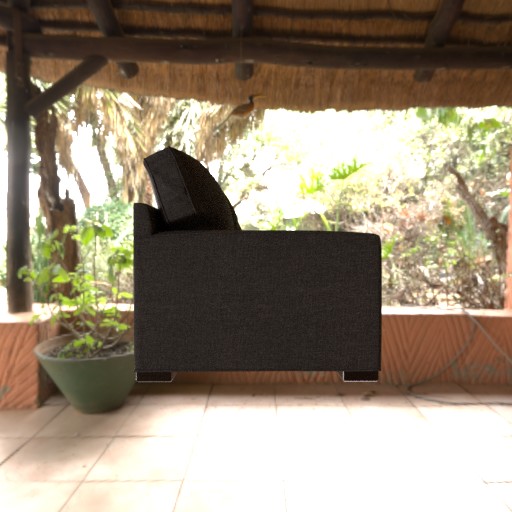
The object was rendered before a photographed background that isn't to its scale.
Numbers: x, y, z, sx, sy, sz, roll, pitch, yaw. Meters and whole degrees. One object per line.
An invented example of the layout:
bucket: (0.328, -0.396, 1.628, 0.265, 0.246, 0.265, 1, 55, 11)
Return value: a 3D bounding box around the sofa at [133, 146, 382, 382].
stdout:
sofa: (0.000, 0.000, 2.930, 1.004, 0.978, 2.369, 0, 1, 0)
